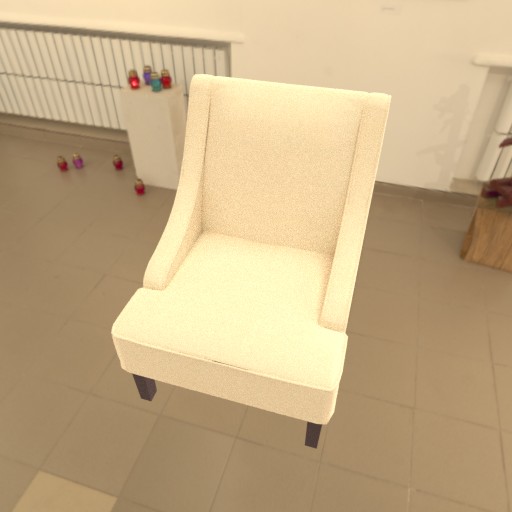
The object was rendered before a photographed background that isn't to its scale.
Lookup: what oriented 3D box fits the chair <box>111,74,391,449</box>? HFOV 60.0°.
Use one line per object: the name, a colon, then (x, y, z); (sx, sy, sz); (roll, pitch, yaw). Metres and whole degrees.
chair: (0.000, 0.000, 1.481); (0.689, 0.886, 0.806); (11, 42, 12)
